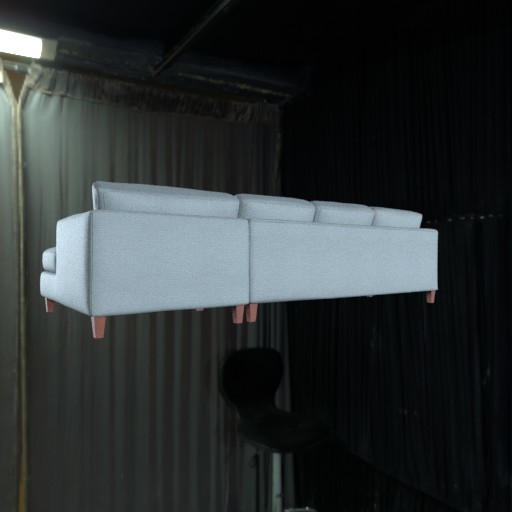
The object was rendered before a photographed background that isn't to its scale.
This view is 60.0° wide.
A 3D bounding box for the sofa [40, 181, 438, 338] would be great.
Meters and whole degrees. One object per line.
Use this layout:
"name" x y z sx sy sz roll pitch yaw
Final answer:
"sofa" 0.000 0.000 4.145 3.471 0.950 1.604 0 0 -35
